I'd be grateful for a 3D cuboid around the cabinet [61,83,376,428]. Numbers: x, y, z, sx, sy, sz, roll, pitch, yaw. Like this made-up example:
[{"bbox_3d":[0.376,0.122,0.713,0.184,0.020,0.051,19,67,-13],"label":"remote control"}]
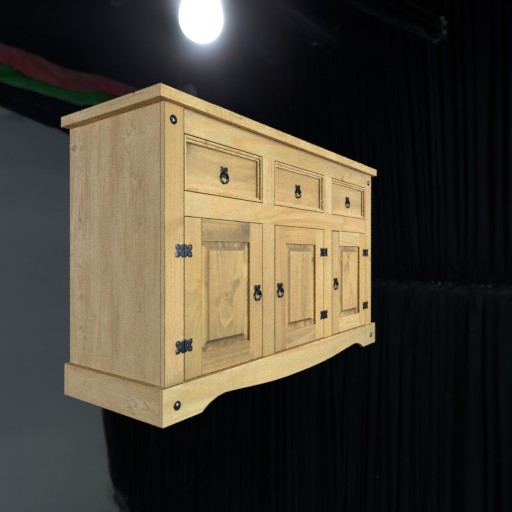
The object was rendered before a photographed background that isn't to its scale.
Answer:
[{"bbox_3d":[0.000,0.000,1.693,0.432,0.810,1.321,0,0,37],"label":"cabinet"}]
